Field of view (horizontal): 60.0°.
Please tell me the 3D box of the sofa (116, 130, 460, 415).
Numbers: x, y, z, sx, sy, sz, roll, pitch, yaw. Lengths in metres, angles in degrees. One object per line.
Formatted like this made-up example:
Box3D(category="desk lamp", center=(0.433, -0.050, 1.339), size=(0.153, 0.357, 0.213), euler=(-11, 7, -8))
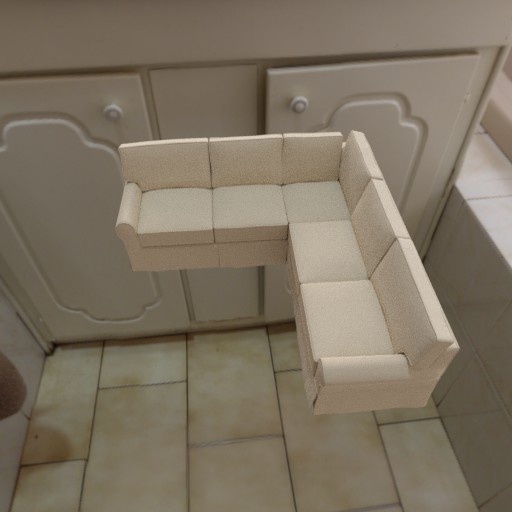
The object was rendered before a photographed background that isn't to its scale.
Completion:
Box3D(category="sofa", center=(0.000, 0.000, 4.001), size=(2.591, 1.070, 2.597), euler=(-3, 47, -3))
